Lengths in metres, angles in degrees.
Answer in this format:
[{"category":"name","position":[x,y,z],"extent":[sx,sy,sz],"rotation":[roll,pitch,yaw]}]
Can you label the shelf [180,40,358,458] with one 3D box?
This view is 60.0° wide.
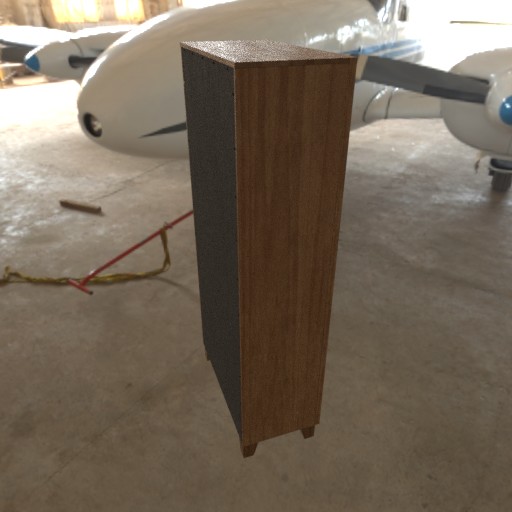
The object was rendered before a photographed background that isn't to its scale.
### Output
[{"category":"shelf","position":[0.000,0.000,2.269],"extent":[0.453,1.930,0.864],"rotation":[-10,31,-17]}]
